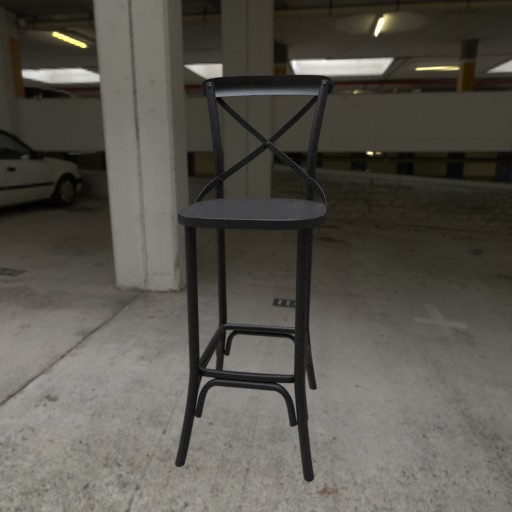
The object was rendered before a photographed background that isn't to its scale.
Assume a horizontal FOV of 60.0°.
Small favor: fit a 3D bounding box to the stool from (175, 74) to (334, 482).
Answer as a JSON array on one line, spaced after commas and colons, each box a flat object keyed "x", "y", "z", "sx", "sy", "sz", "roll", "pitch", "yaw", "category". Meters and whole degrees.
[{"x": 0.000, "y": 0.000, "z": 1.431, "sx": 0.457, "sy": 1.168, "sz": 0.584, "roll": 2, "pitch": 14, "yaw": 9, "category": "stool"}]
